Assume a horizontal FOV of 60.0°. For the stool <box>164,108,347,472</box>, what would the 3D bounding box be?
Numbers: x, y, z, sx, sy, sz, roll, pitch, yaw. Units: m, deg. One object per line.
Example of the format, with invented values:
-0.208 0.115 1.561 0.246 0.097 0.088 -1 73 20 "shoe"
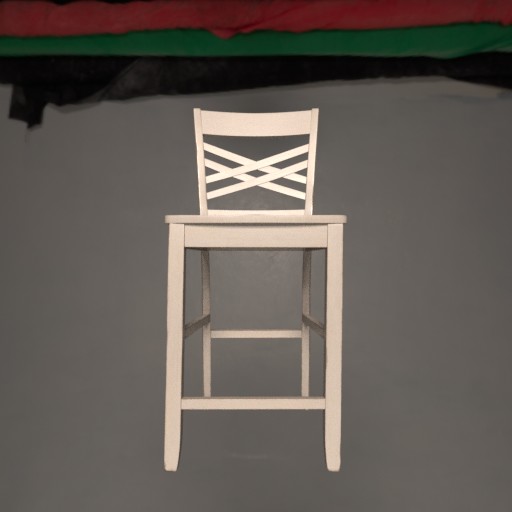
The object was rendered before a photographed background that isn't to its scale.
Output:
0.000 0.000 1.365 0.462 1.079 0.539 0 -1 0 "stool"
